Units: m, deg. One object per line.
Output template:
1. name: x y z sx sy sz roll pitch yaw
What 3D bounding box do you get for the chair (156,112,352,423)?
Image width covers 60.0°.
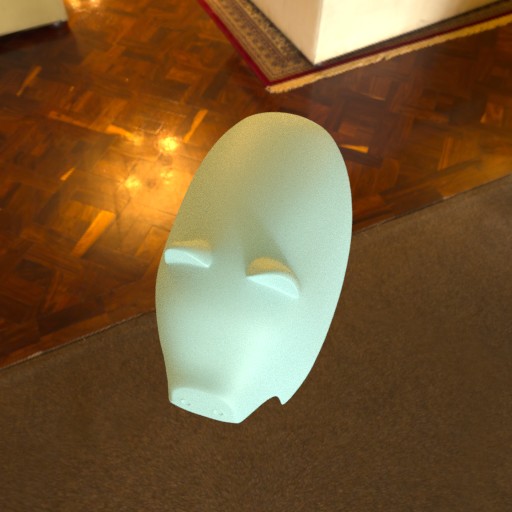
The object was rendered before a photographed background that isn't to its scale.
1. chair: 0.000 0.000 0.873 0.364 0.423 0.619 14 59 9
